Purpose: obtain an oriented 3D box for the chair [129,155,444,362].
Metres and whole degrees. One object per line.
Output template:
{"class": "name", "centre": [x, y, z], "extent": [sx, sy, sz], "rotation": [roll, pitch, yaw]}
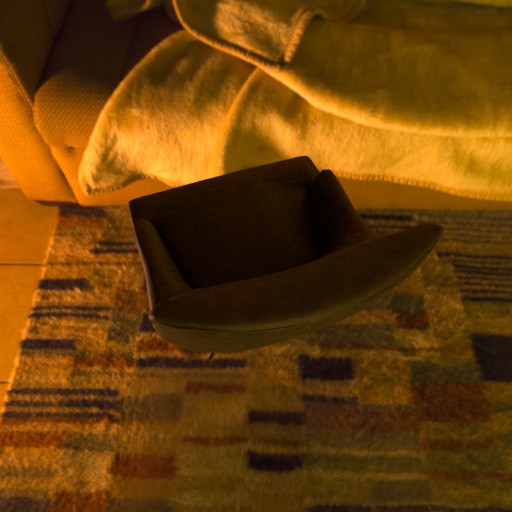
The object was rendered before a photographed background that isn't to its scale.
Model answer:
{"class": "chair", "centre": [0.000, 0.000, 1.470], "extent": [0.738, 0.870, 0.874], "rotation": [-16, 59, -10]}
